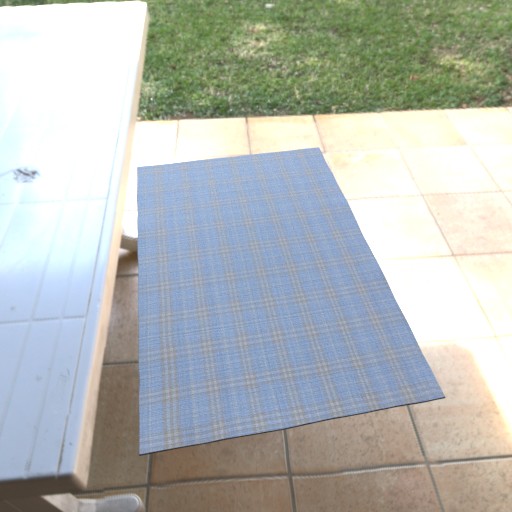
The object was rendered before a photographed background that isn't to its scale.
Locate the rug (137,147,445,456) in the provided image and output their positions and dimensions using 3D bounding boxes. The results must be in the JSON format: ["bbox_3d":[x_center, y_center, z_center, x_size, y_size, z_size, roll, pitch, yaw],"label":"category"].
[{"bbox_3d":[0.000,0.000,2.328,1.231,0.012,1.835,-8,48,-7],"label":"rug"}]
